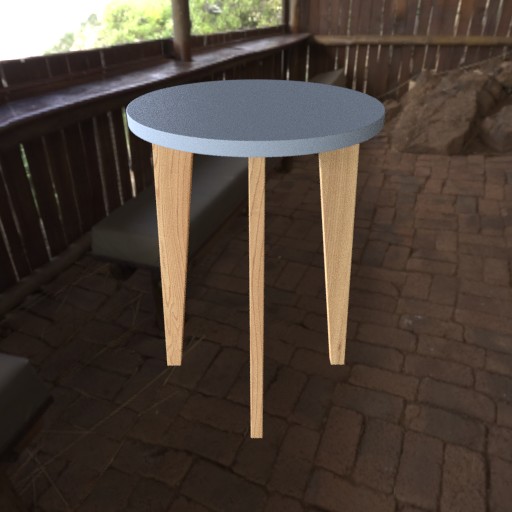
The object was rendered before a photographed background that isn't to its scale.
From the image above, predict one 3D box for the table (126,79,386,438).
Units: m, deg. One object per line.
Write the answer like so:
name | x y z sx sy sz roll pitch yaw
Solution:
table | 0.000 0.000 0.747 0.350 0.500 0.350 0 32 0
